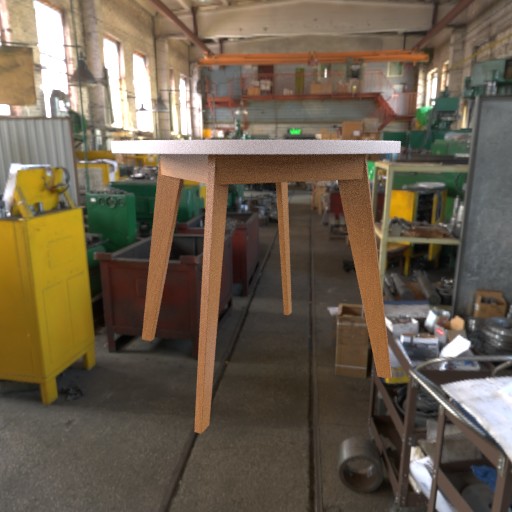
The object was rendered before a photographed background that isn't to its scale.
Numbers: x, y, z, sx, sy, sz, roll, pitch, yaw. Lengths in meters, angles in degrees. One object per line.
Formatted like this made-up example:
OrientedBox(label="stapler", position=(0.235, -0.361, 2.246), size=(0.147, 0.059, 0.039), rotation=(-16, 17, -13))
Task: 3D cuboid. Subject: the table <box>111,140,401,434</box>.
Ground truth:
OrientedBox(label="table", position=(0.000, 0.000, 1.529), size=(0.896, 0.762, 0.896), rotation=(0, 14, 0))
